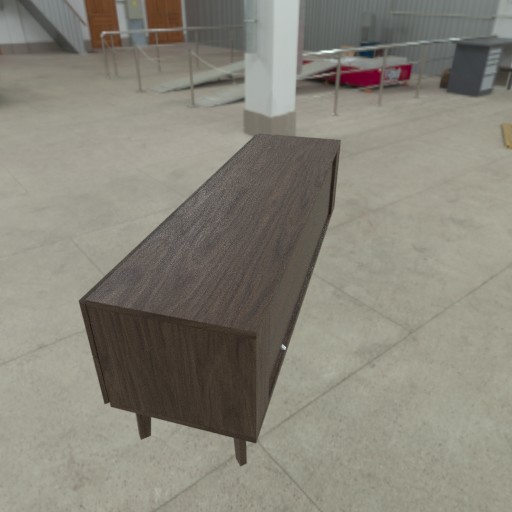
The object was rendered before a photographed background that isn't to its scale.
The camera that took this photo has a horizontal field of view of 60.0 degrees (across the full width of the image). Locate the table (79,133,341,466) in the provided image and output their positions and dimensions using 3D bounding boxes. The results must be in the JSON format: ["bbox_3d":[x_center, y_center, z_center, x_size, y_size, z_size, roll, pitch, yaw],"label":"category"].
[{"bbox_3d":[0.000,0.000,1.625,0.405,0.508,1.397,8,32,14],"label":"table"}]
